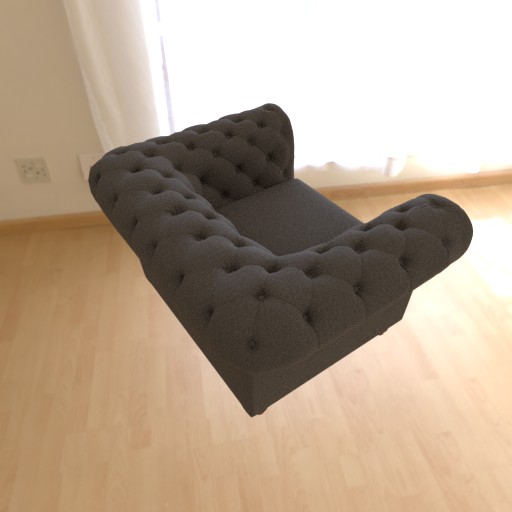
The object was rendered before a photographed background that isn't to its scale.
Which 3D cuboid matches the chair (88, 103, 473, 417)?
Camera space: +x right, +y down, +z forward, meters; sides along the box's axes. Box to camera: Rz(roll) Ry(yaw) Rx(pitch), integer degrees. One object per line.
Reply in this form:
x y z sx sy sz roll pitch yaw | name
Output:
0.000 0.000 1.877 0.976 0.770 1.270 -25 47 -26 | chair
